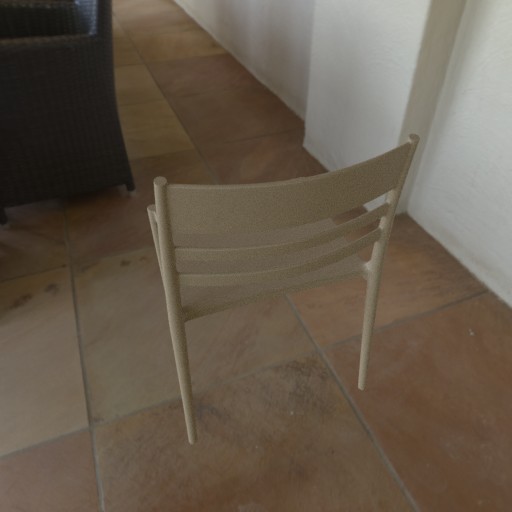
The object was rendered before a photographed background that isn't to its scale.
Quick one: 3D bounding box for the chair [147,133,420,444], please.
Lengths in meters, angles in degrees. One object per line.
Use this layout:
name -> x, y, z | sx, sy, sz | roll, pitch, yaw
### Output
chair -> 0.000, 0.000, 1.146 | 0.531, 0.800, 0.511 | -13, 43, -14
